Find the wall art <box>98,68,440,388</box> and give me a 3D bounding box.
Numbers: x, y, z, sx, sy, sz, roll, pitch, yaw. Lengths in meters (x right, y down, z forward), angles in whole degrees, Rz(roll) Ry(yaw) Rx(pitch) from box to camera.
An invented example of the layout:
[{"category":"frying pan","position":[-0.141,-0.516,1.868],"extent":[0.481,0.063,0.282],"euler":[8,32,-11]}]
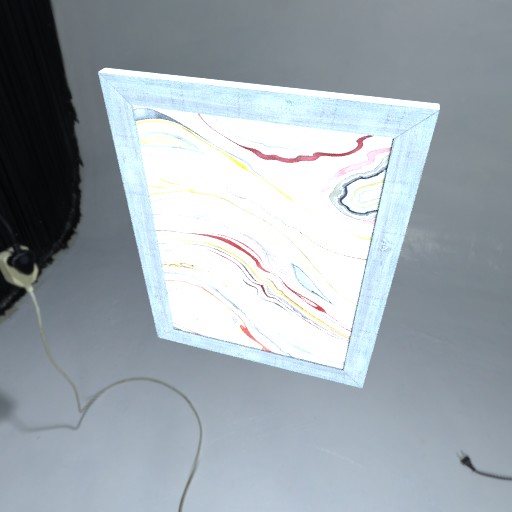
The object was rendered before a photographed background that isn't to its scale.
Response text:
[{"category":"wall art","position":[0.000,0.000,0.809],"extent":[0.481,0.613,0.020],"euler":[11,42,13]}]
